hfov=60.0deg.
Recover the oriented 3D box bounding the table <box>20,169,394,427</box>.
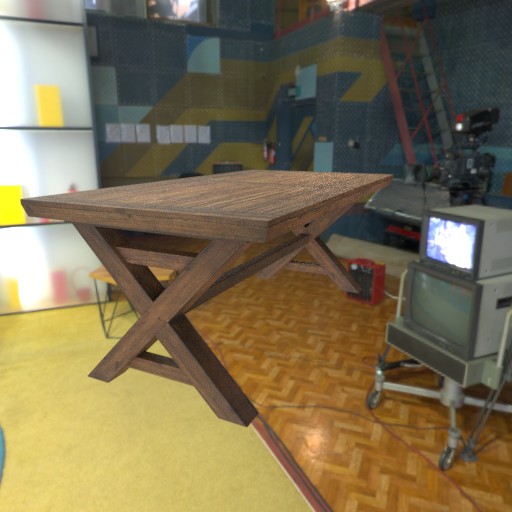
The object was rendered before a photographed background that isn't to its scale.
[{"bbox_3d":[0.000,0.000,2.444,1.071,0.793,1.966,7,16,26],"label":"table"}]
